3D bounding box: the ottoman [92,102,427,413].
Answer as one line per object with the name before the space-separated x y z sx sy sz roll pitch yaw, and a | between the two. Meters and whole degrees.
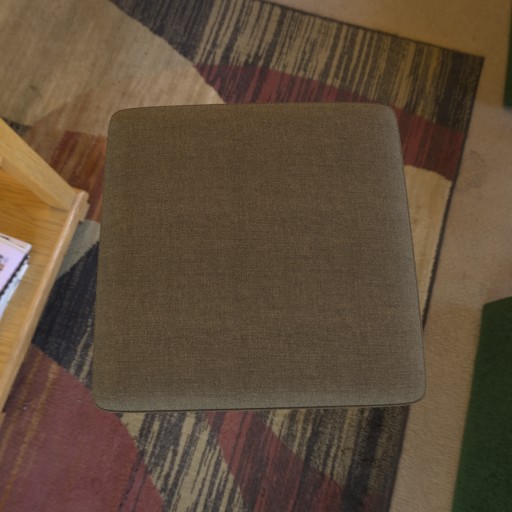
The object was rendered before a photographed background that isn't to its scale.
ottoman | 0.000 0.000 1.663 1.067 0.559 1.067 -1 76 0
